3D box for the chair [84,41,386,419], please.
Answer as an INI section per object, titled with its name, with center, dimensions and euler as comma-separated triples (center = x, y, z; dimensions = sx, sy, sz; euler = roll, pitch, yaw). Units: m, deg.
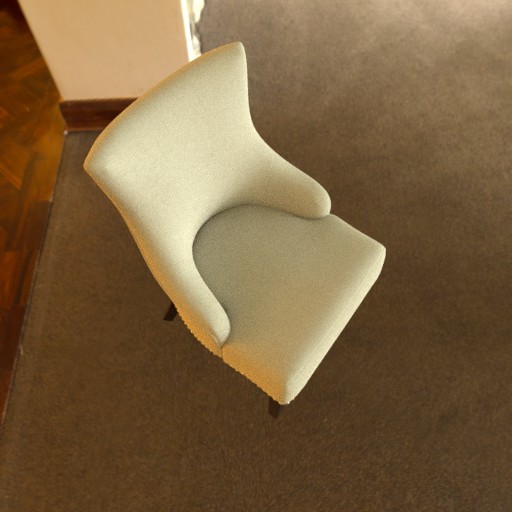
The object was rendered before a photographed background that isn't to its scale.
[chair]
center = 0.000, 0.000, 1.292
dimensions = 0.629, 0.909, 0.566
euler = 32, 64, 18
